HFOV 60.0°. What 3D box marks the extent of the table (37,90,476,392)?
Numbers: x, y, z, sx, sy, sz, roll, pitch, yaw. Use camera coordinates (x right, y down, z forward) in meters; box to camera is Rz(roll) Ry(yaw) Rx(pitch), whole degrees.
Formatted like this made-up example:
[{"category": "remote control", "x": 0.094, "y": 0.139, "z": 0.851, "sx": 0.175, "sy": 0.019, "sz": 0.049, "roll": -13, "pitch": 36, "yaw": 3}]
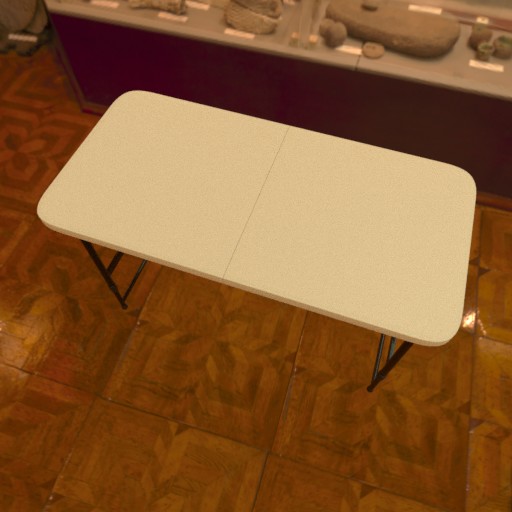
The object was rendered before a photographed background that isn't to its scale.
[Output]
[{"category": "table", "x": 0.000, "y": 0.000, "z": 1.636, "sx": 1.245, "sy": 0.737, "sz": 0.611, "roll": 17, "pitch": 60, "yaw": 10}]
